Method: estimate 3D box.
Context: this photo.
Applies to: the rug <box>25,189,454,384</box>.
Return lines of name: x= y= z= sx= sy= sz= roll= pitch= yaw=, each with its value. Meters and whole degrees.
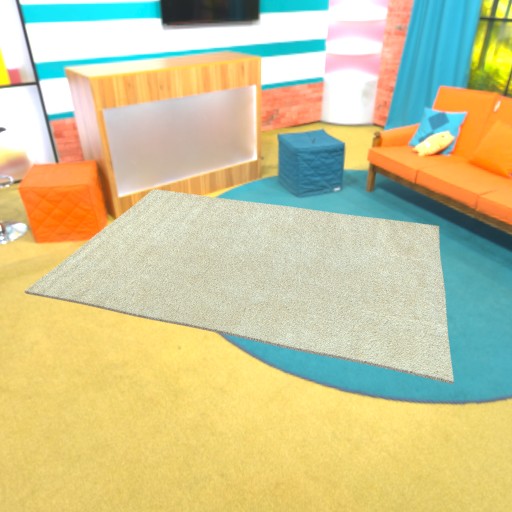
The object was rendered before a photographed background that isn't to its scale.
rug: x=0.000 y=0.000 z=3.372 sx=2.699 sy=0.025 sz=1.800 roll=9 pitch=33 yaw=14
